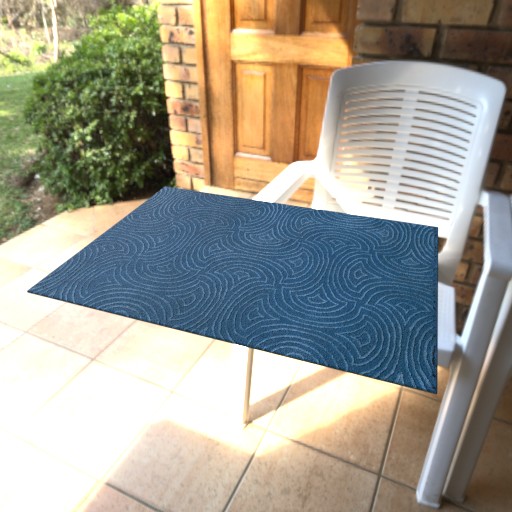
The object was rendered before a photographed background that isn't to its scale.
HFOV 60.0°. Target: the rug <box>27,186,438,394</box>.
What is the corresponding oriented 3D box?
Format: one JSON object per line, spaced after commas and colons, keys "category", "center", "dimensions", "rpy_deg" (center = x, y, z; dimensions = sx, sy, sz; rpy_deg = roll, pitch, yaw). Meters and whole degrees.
{"category": "rug", "center": [0.000, 0.000, 2.764], "dimensions": [2.144, 0.015, 1.543], "rpy_deg": [11, 33, 16]}
